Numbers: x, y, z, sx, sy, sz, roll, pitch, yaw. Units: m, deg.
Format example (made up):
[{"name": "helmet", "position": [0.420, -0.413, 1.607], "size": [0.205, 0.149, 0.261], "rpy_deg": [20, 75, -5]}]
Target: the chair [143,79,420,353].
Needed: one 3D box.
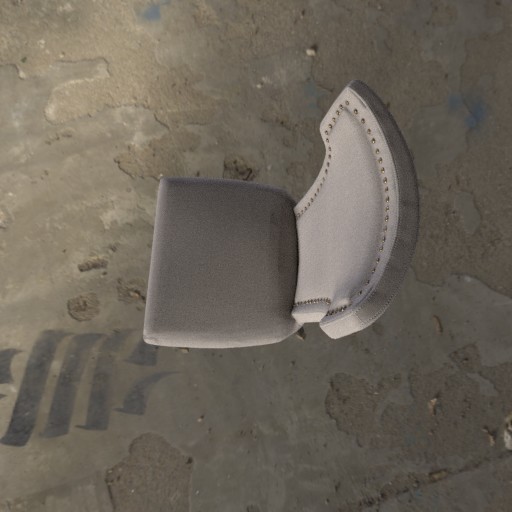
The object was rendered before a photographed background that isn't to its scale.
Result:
[{"name": "chair", "position": [0.000, 0.000, 1.285], "size": [0.630, 0.950, 0.526], "rpy_deg": [2, 74, 1]}]
